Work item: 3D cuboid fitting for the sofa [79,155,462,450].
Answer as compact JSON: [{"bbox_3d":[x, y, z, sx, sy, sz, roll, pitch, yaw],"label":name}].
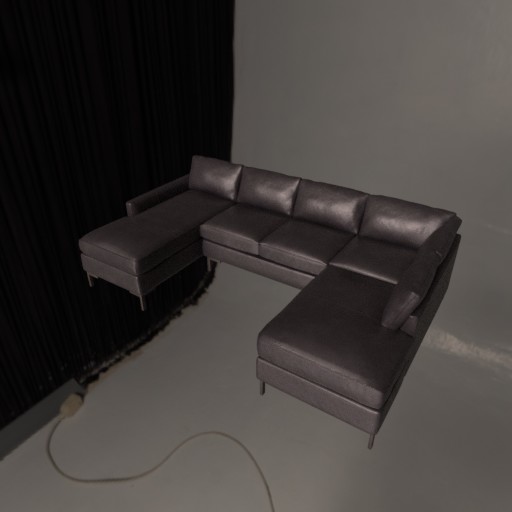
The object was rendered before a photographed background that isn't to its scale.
[{"bbox_3d":[0.000,0.000,3.837,2.956,0.900,1.939,18,35,28],"label":"sofa"}]
